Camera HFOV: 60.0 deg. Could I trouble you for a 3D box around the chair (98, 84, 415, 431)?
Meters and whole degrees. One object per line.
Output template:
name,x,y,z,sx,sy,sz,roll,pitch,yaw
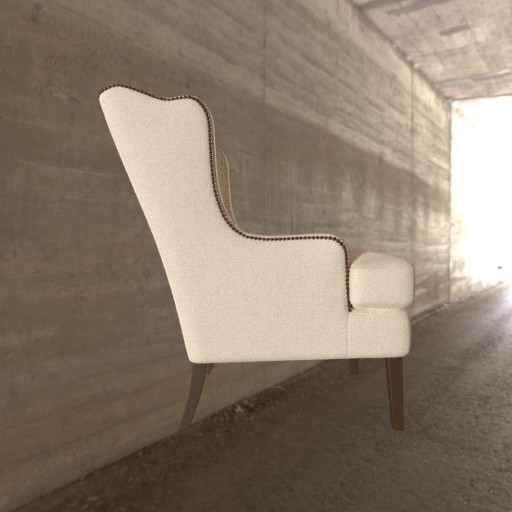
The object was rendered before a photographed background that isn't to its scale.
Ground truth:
chair,0.000,0.000,1.620,0.940,1.029,0.737,0,1,0
